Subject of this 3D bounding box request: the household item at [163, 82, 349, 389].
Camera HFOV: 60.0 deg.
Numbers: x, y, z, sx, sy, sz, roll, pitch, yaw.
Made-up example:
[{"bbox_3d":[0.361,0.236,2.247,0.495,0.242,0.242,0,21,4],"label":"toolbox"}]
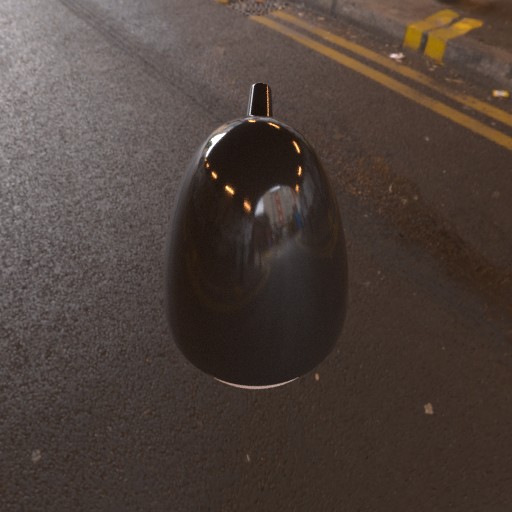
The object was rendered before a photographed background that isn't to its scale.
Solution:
[{"bbox_3d":[0.000,0.000,0.226,0.102,0.152,0.104,2,48,2],"label":"household item"}]
